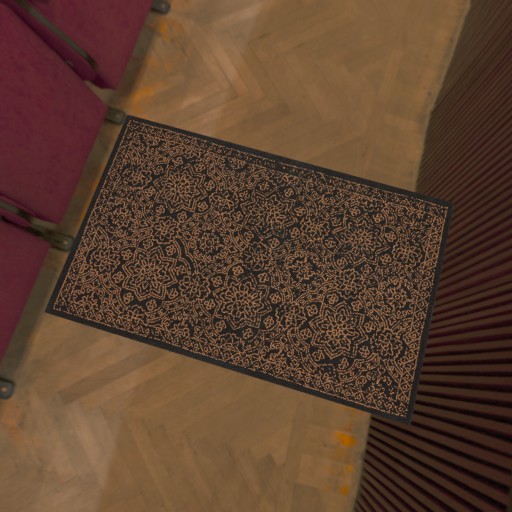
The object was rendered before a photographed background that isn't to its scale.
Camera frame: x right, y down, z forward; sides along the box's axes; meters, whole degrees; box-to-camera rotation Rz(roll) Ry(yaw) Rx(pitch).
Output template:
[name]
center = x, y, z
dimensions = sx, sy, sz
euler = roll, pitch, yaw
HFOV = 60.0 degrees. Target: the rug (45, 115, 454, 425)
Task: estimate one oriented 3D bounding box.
[rug]
center = 0.000, 0.000, 3.003
dimensions = 2.441, 0.015, 1.526
euler = 16, 76, 4
